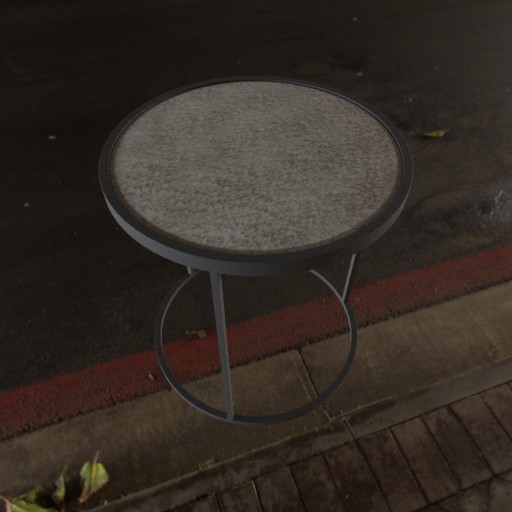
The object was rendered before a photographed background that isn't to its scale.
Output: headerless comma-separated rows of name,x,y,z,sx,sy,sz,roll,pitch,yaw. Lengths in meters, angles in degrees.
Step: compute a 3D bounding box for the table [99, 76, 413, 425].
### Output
table,0.000,0.000,0.865,0.470,0.498,0.470,0,48,0
